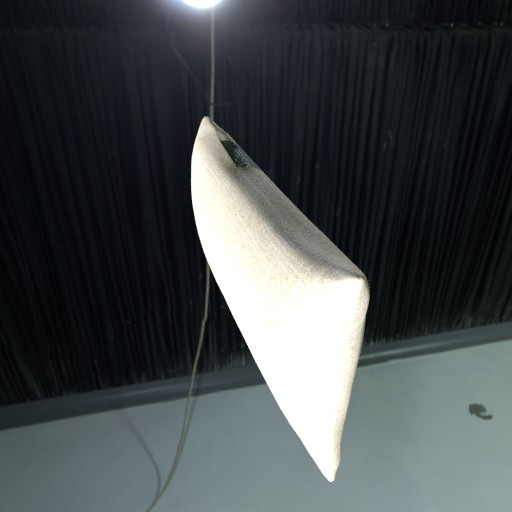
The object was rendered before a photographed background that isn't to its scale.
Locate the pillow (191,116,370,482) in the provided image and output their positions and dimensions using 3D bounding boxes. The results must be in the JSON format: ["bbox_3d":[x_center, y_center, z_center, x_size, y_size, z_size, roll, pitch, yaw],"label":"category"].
[{"bbox_3d":[0.000,0.000,1.001,0.197,0.429,0.859,-10,33,-15],"label":"pillow"}]
